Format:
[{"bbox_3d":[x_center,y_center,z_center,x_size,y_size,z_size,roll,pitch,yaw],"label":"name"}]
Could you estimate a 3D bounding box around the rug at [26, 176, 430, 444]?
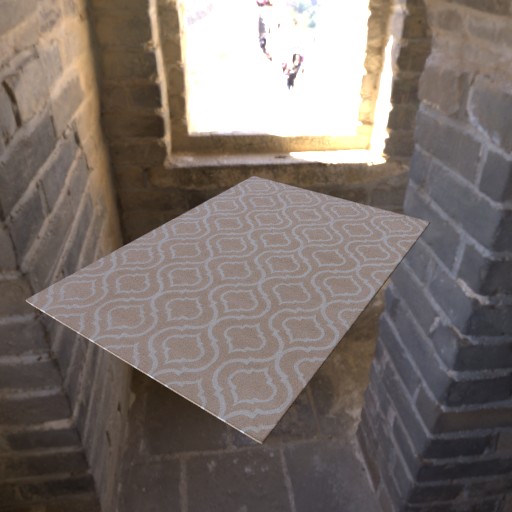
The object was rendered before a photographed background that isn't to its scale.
[{"bbox_3d":[0.000,0.000,2.743,1.524,0.010,2.134,20,37,29],"label":"rug"}]
